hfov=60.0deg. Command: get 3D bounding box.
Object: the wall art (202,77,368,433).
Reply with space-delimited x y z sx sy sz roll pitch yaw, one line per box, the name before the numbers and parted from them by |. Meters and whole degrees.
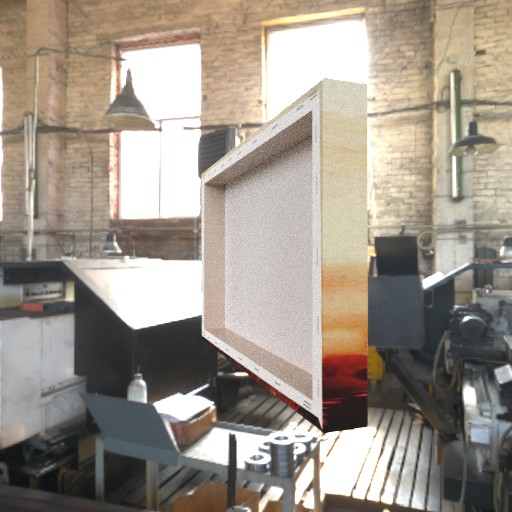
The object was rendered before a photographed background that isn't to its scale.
wall art | 0.000 0.000 0.497 0.037 0.251 0.383 0 0 -20
